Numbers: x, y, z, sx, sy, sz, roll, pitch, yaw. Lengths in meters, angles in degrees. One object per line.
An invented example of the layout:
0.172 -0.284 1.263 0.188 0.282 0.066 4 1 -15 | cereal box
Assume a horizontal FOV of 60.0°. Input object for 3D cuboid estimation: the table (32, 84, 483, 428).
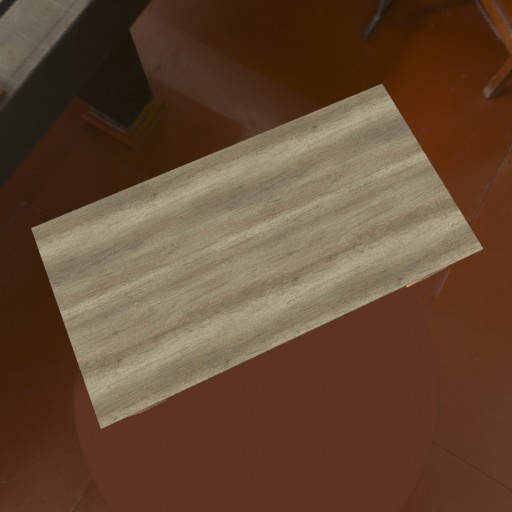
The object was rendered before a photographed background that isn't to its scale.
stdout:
0.000 0.000 1.711 1.350 0.460 0.700 -24 76 -6 | table
